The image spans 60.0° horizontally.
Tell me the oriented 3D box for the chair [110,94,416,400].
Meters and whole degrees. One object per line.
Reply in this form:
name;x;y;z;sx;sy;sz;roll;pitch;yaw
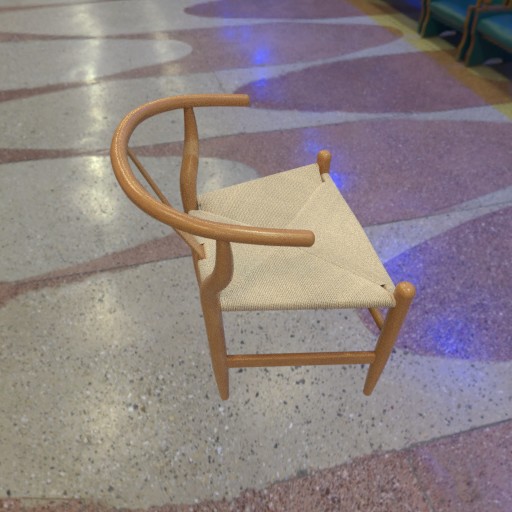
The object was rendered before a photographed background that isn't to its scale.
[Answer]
chair;0.000;0.000;1.155;0.579;0.730;0.569;-10;47;-9
